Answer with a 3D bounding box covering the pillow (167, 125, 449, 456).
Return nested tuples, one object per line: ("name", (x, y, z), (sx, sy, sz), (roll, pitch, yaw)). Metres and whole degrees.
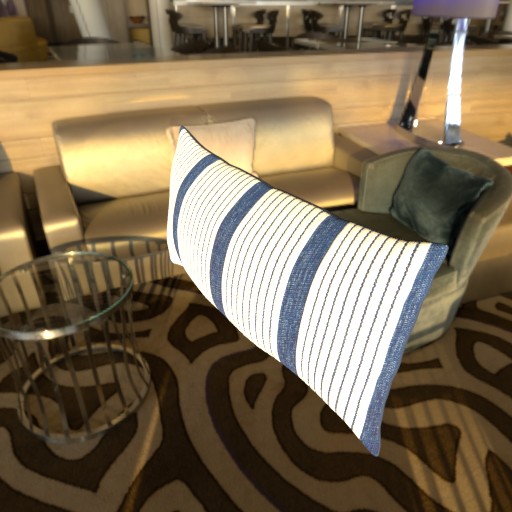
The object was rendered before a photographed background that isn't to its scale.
("pillow", (0.000, 0.000, 0.720), (0.156, 0.292, 0.608), (-19, 35, -30))
